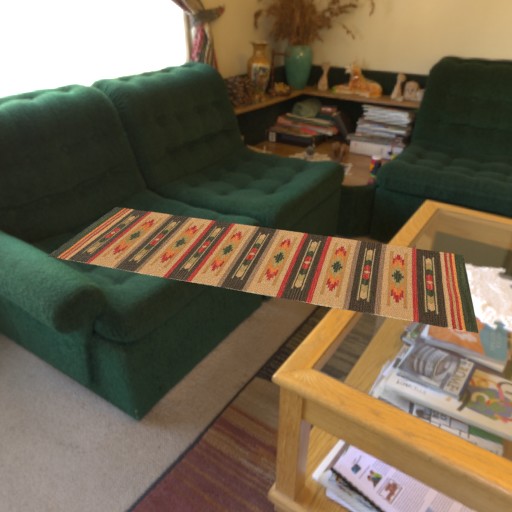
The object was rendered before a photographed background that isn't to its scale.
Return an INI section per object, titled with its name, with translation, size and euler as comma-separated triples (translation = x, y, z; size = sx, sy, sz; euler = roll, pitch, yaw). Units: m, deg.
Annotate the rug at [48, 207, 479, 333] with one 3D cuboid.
[rug]
translation = 0.000, 0.000, 2.722
size = 2.440, 0.009, 0.760
euler = 9, 32, 14
